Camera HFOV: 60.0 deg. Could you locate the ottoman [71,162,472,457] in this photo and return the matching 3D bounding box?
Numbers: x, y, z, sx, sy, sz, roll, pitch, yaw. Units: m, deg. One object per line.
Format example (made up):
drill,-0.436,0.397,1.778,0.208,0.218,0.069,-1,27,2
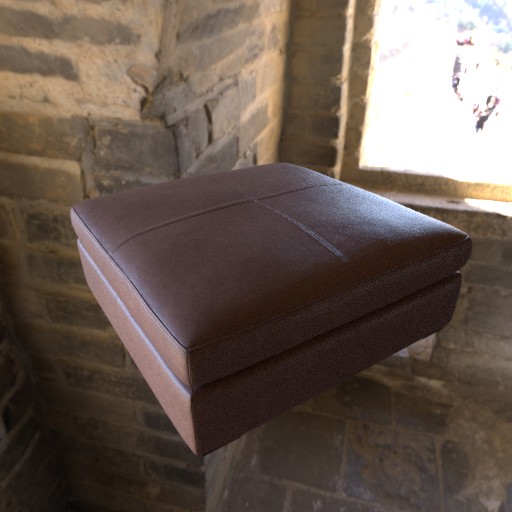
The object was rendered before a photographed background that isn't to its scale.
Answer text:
ottoman,0.000,0.000,1.789,1.168,0.490,1.168,-17,33,-29
